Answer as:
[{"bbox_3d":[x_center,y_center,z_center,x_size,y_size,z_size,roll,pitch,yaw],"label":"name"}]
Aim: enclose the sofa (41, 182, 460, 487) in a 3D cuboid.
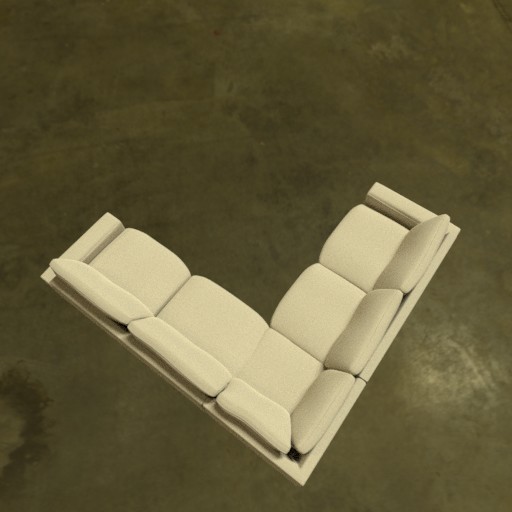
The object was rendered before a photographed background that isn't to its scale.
[{"bbox_3d":[0.000,0.000,4.712,3.206,0.918,3.066,34,68,15],"label":"sofa"}]
